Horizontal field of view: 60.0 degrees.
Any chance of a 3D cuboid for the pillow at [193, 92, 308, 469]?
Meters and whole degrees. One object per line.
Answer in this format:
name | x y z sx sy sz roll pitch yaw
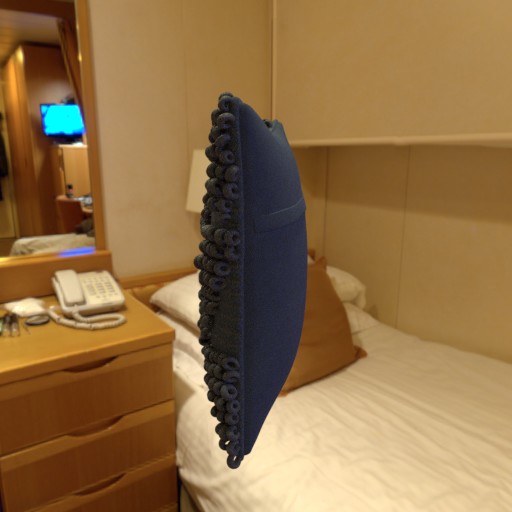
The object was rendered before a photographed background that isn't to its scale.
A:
pillow | 0.000 0.000 0.739 0.172 0.466 0.469 2 13 8
